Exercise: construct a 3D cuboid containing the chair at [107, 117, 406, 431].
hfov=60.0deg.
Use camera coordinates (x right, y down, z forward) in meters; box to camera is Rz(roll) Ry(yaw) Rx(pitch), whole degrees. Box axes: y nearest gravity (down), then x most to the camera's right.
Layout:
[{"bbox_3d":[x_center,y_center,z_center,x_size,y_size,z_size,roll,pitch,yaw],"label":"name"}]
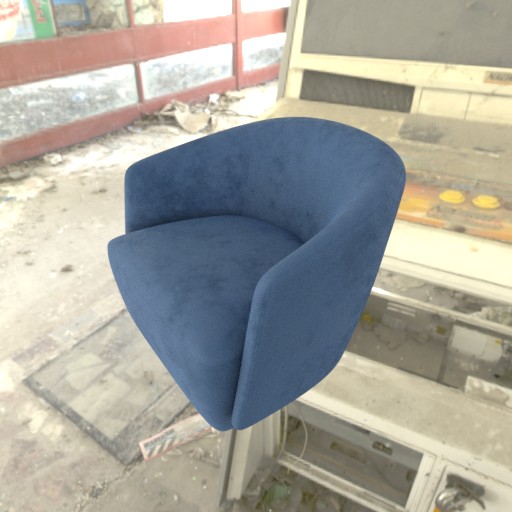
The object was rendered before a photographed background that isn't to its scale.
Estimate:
[{"bbox_3d":[0.000,0.000,1.382,0.767,0.698,0.773,-21,38,-29],"label":"chair"}]
